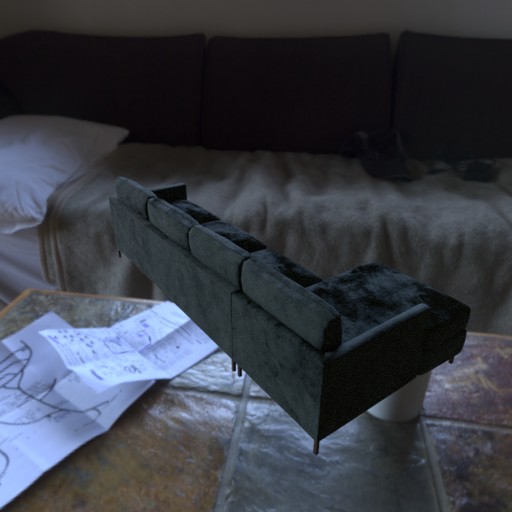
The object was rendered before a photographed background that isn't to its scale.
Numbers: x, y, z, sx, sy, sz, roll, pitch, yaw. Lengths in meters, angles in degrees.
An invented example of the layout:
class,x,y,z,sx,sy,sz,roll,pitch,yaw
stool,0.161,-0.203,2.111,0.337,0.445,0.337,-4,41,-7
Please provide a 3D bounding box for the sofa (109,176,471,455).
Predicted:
class,x,y,z,sx,sy,sz,roll,pitch,yaw
sofa,0.000,0.000,4.082,1.500,0.967,3.400,-18,32,-32
